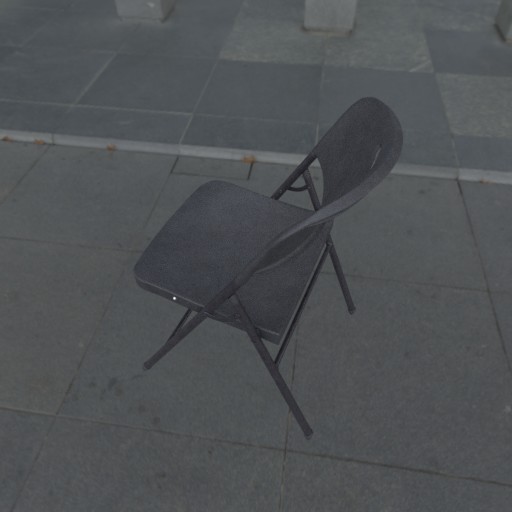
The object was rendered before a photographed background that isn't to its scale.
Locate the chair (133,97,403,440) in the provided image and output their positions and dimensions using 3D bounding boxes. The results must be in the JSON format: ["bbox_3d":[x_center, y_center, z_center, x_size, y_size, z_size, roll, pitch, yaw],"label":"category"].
[{"bbox_3d":[0.000,0.000,1.167,0.567,0.810,0.494,18,50,16],"label":"chair"}]
